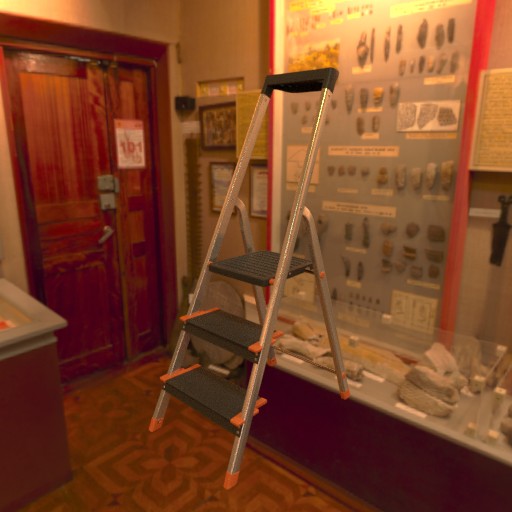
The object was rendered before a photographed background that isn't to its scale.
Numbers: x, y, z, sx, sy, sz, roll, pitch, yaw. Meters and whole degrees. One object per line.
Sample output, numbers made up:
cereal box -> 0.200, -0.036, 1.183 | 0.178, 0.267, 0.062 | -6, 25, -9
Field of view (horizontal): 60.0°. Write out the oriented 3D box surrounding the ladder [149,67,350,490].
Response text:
ladder -> 0.000, 0.000, 1.533 | 0.416, 1.229, 0.686 | 13, 20, 41
